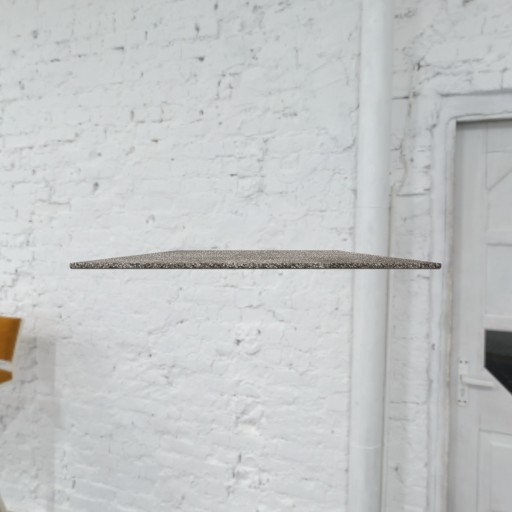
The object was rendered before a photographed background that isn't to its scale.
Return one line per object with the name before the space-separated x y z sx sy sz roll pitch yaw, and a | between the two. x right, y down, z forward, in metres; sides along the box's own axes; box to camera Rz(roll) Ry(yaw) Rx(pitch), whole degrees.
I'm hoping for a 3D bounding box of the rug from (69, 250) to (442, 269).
rug | 0.000 0.000 2.946 1.501 0.025 2.352 0 2 0
